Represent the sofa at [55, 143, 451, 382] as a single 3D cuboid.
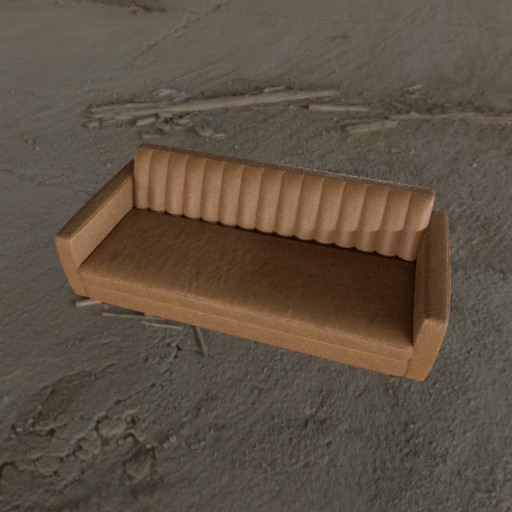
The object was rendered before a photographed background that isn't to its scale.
[{"bbox_3d":[0.000,0.000,2.848,2.291,0.821,0.990,12,44,13],"label":"sofa"}]
